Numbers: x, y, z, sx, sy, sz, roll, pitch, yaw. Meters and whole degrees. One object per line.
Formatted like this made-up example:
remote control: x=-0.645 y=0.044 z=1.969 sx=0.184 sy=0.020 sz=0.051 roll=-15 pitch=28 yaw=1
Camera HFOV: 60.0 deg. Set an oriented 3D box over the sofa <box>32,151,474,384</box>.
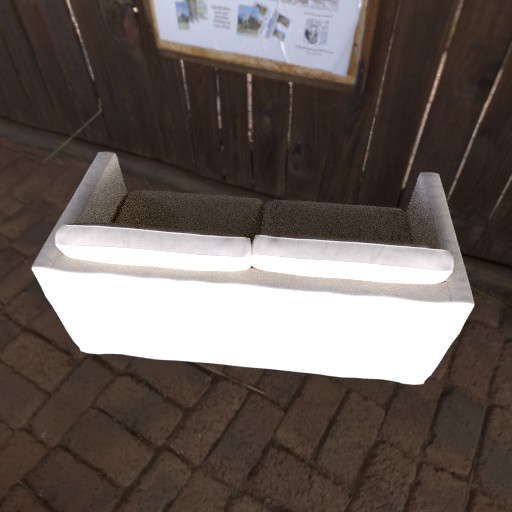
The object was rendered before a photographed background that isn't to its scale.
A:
sofa: x=0.000 y=0.000 z=2.452 sx=1.987 sy=0.870 sz=0.940 roll=4 pitch=48 yaw=4
